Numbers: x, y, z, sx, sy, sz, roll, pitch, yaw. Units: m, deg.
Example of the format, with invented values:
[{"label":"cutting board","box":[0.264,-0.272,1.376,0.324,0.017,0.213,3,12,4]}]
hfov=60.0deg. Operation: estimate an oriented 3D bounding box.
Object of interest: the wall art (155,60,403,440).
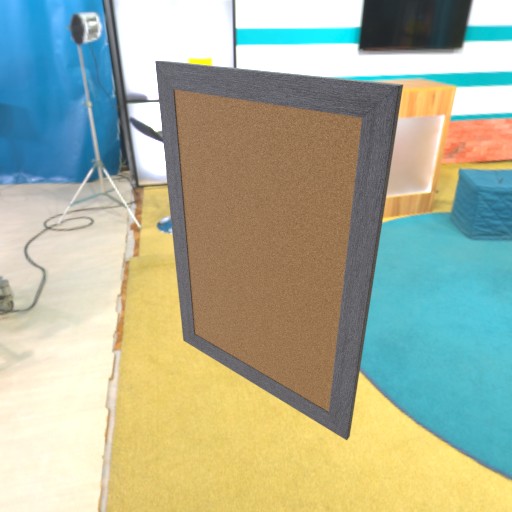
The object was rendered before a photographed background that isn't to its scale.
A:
[{"label":"wall art","box":[0.000,0.000,1.377,0.768,1.070,0.020,22,36,34]}]
